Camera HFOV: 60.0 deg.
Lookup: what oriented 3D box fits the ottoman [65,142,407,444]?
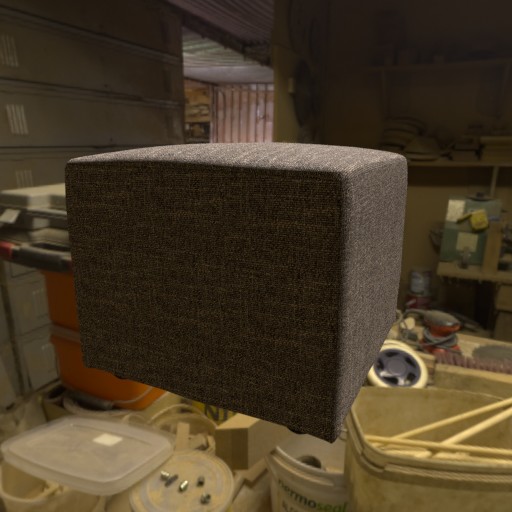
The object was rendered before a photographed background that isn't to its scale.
[{"bbox_3d":[0.000,0.000,0.916,0.512,0.453,0.521,7,17,26],"label":"ottoman"}]
